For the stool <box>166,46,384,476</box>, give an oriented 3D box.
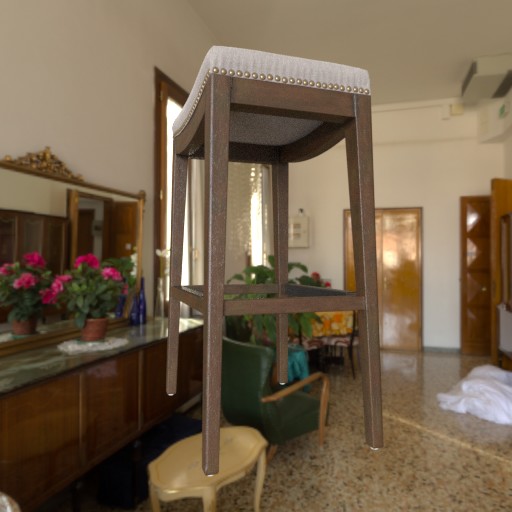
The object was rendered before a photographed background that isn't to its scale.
[{"bbox_3d":[0.000,0.000,1.052,0.356,0.762,0.508,0,0,-19],"label":"stool"}]
